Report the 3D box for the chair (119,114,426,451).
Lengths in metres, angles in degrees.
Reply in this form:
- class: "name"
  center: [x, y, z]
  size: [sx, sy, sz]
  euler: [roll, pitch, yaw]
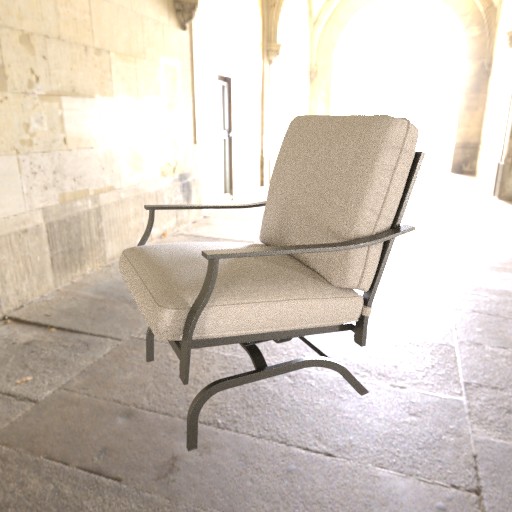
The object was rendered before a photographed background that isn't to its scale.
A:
- class: "chair"
  center: [0.000, 0.000, 1.412]
  size: [0.787, 0.860, 0.650]
  euler: [-8, 19, -24]
